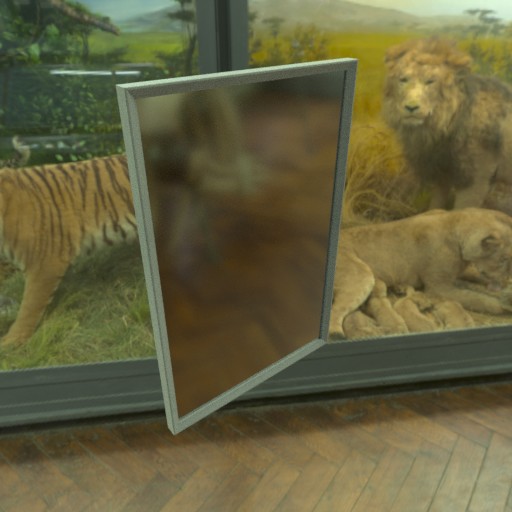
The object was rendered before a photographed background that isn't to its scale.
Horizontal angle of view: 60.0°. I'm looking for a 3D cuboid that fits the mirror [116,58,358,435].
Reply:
[{"bbox_3d":[0.000,0.000,1.169,0.609,0.915,0.041,-22,37,-32],"label":"mirror"}]
